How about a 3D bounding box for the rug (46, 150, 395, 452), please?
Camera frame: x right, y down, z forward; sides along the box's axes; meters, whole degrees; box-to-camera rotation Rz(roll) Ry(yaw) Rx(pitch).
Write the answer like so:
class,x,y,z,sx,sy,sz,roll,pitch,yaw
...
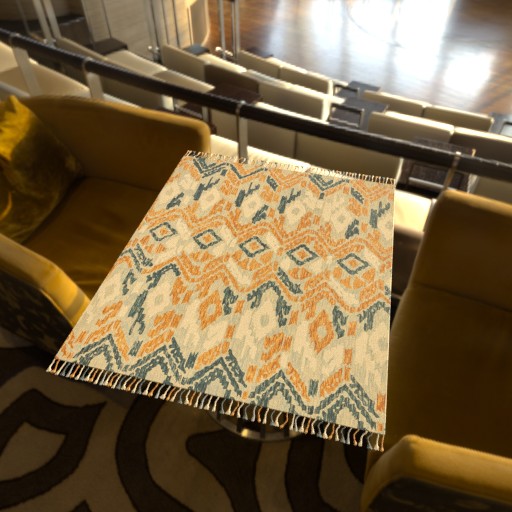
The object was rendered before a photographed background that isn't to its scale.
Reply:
class,x,y,z,sx,sy,sz,roll,pitch,yaw
rug,0.000,0.000,4.082,2.439,0.010,3.048,10,47,10
